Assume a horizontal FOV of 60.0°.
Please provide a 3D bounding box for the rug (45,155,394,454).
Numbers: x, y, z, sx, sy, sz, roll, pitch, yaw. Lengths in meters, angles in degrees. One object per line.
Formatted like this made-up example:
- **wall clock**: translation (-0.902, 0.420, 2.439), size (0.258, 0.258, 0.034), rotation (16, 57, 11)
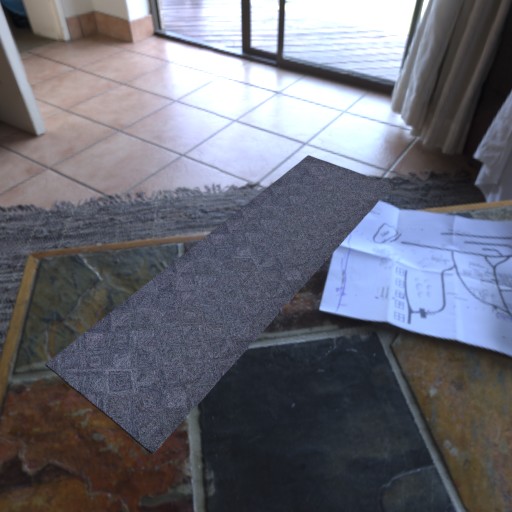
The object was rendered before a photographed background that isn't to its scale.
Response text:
- **rug**: translation (0.000, 0.000, 2.533), size (0.691, 0.011, 2.296), rotation (26, 49, 26)
